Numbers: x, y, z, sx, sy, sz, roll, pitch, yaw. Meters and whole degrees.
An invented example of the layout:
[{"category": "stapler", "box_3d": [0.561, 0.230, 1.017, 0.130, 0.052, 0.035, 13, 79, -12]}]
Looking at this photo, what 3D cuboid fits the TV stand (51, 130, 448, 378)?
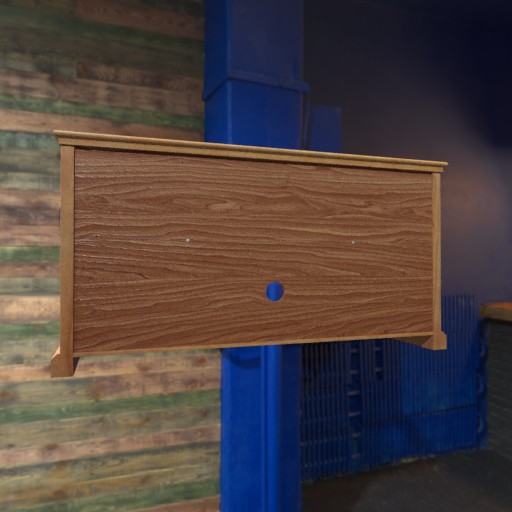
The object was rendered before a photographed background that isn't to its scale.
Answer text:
[{"category": "TV stand", "box_3d": [0.000, 0.000, 1.455, 1.181, 0.607, 0.417, 0, -1, -18]}]
